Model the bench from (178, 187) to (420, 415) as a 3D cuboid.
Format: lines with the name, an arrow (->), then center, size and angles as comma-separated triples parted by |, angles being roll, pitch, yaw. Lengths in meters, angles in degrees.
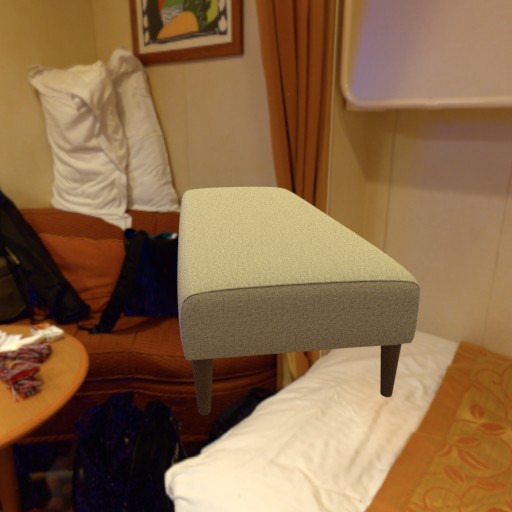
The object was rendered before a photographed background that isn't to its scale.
bench -> 0.000, 0.000, 1.858 | 0.631, 0.383, 1.598 | -3, 17, -8
